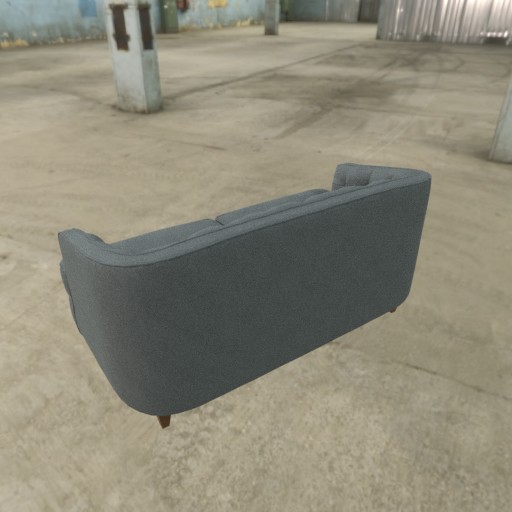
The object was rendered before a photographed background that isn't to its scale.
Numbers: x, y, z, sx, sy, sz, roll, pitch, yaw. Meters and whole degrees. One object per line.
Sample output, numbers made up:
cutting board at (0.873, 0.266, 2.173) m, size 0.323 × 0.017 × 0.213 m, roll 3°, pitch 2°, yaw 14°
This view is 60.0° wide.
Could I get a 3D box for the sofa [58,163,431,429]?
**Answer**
sofa at (0.000, 0.000, 2.260) m, size 1.733 × 0.855 × 0.941 m, roll -19°, pitch 34°, yaw -30°
